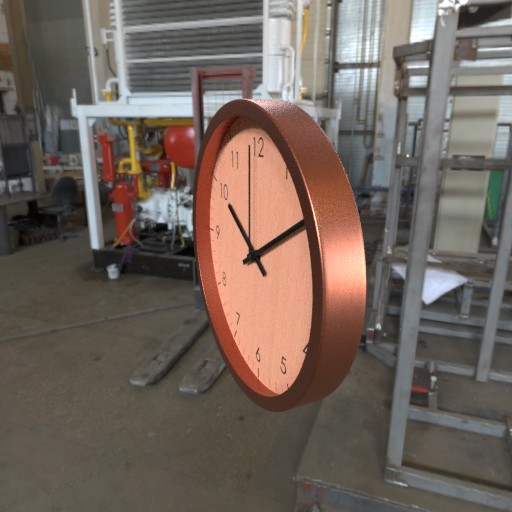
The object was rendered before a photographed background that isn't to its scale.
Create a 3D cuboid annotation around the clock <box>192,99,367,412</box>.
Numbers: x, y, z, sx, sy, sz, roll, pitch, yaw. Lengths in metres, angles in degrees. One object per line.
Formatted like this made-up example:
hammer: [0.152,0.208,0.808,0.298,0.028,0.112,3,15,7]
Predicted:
clock: [0.000,0.000,0.470,0.040,0.313,0.313,-8,19,-24]
